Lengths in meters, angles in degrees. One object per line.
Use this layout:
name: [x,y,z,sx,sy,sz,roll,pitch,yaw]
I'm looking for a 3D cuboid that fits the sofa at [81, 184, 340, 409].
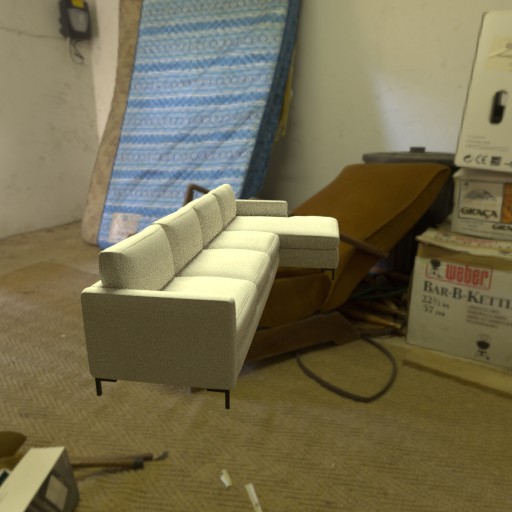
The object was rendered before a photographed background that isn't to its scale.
sofa: [0.000,0.000,2.956,1.126,0.677,2.445,3,17,9]
